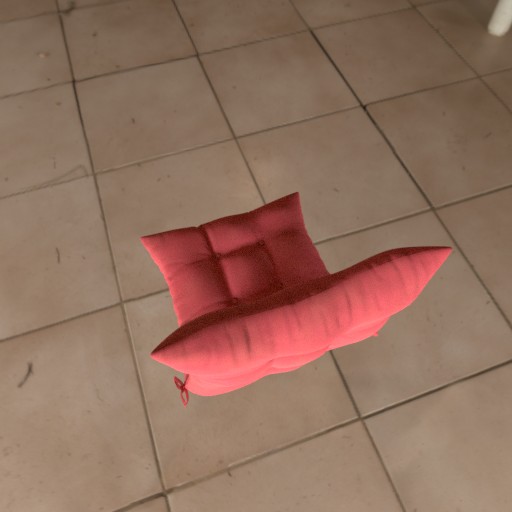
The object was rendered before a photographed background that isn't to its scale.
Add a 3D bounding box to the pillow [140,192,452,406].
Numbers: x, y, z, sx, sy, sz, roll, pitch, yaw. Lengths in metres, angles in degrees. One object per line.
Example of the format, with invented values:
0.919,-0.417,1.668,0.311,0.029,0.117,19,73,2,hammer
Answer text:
0.000,0.000,1.015,0.541,0.536,0.585,-18,61,-10,pillow
